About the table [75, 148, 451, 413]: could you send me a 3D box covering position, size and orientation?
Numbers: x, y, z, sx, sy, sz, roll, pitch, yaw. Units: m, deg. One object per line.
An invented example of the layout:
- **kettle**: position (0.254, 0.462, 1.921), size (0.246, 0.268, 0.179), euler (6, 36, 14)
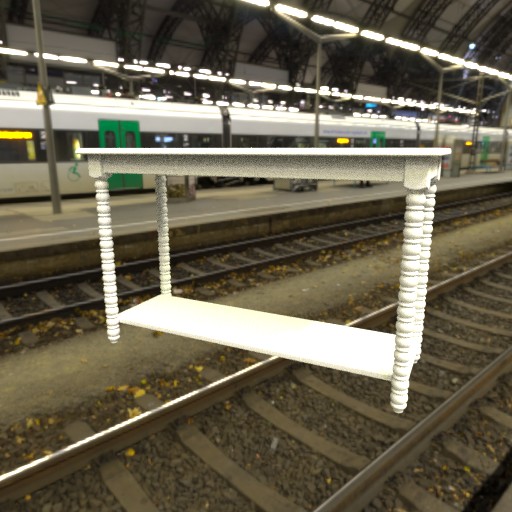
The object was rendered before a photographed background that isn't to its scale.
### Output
- **table**: position (0.000, 0.000, 1.569), size (1.184, 0.740, 0.459), euler (7, 15, 25)
